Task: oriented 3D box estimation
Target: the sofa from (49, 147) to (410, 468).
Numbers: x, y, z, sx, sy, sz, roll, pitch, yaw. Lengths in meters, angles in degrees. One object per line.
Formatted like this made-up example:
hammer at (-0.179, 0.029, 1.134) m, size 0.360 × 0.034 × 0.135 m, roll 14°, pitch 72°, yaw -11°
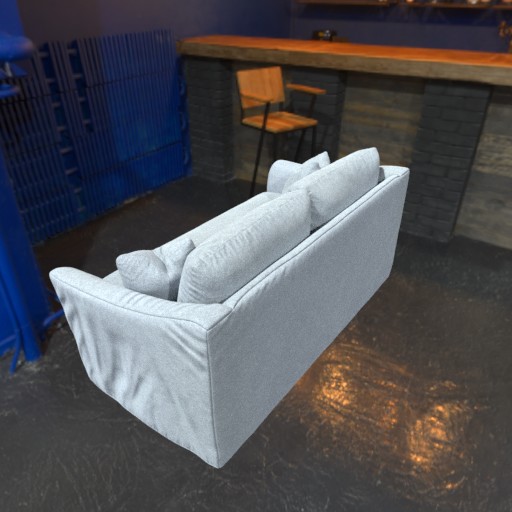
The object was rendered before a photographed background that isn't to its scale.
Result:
sofa at (0.000, 0.000, 2.646) m, size 1.072 × 1.018 × 2.010 m, roll 21°, pitch 37°, yaw 30°
